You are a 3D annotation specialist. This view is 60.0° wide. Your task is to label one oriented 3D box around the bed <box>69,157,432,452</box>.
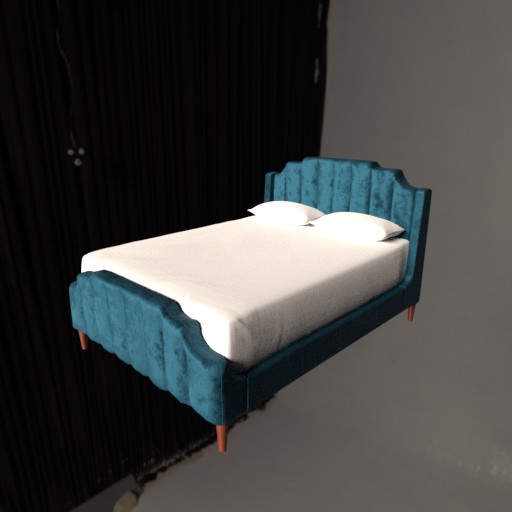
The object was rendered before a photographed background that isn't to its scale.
[{"bbox_3d":[0.000,0.000,3.413,1.678,1.338,2.322,16,23,42],"label":"bed"}]
